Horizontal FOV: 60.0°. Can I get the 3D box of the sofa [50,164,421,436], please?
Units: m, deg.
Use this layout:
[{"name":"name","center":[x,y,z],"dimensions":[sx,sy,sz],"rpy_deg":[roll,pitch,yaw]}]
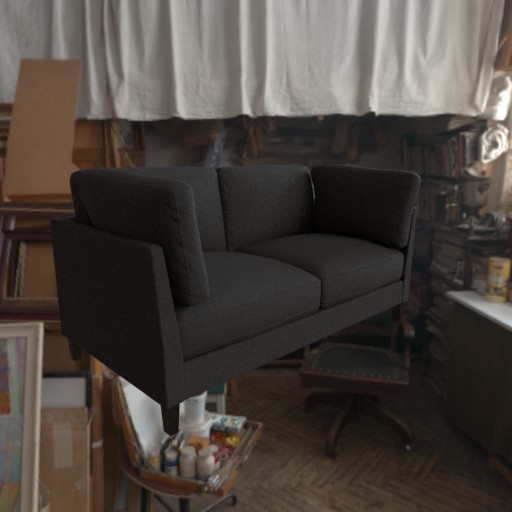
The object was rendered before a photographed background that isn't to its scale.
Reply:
[{"name":"sofa","center":[0.000,0.000,2.314],"dimensions":[1.751,0.920,0.969],"rpy_deg":[-12,17,-43]}]
